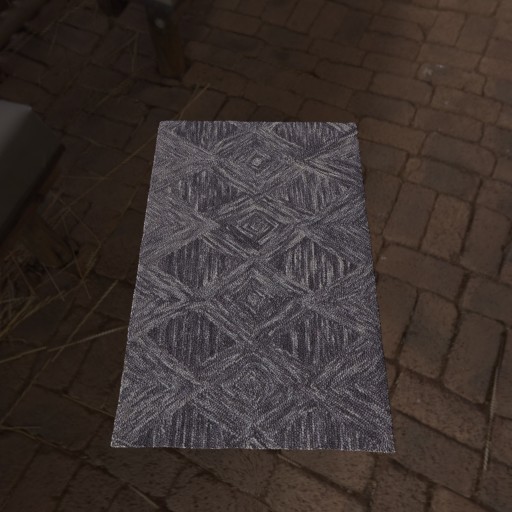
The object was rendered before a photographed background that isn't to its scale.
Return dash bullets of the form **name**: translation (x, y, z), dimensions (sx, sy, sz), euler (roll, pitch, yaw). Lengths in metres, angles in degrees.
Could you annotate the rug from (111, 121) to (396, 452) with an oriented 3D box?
- **rug**: translation (0.000, 0.000, 2.254), dimensions (1.186, 0.012, 1.814), euler (1, 63, 0)
